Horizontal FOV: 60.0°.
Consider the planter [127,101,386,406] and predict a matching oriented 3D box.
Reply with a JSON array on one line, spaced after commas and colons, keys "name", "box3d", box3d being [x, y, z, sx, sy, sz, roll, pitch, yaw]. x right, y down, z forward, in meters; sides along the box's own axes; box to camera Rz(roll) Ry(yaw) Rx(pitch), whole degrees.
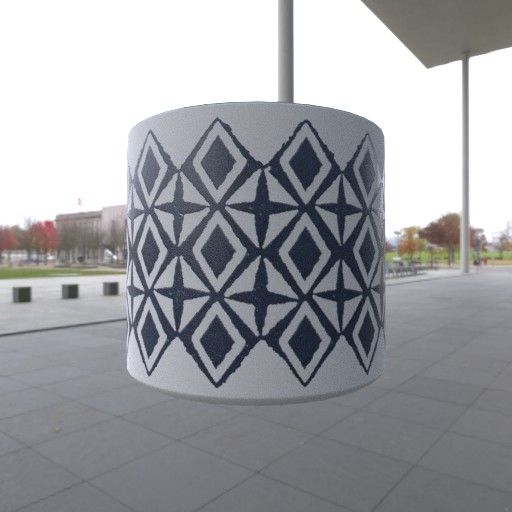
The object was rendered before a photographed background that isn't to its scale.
[{"name": "planter", "box3d": [0.000, 0.000, 0.399, 0.224, 0.203, 0.224, 0, 0, 0]}]
